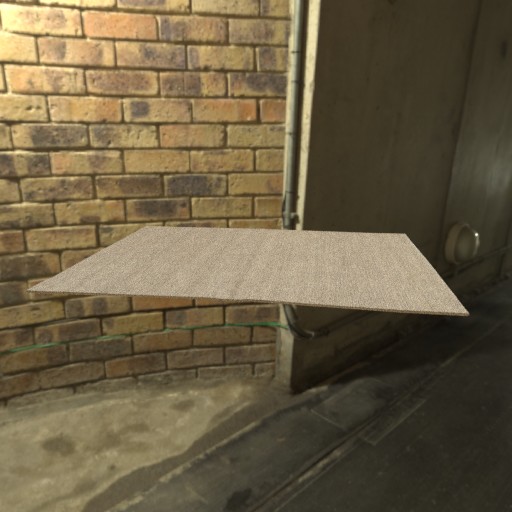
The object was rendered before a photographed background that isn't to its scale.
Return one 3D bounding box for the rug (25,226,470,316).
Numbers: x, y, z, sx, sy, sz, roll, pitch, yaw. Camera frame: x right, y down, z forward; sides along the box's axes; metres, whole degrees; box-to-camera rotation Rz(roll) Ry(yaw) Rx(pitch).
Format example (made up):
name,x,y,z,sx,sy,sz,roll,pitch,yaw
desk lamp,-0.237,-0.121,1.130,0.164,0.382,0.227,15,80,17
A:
name,x,y,z,sx,sy,sz,roll,pitch,yaw
rug,0.000,0.000,4.842,3.626,0.051,2.757,2,16,8
